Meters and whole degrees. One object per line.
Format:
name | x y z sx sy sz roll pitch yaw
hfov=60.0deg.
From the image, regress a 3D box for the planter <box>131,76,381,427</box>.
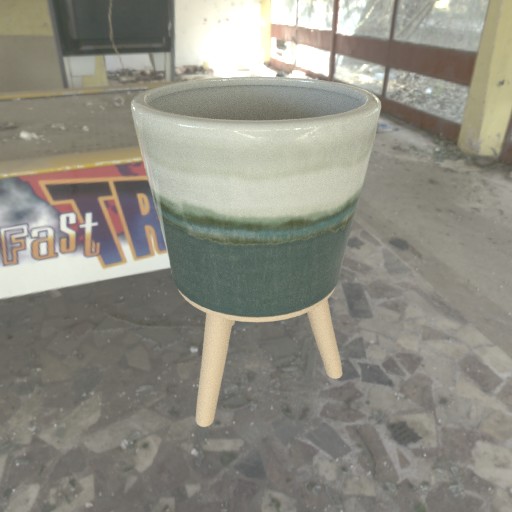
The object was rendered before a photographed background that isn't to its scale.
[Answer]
planter | 0.000 0.000 0.475 0.217 0.331 0.217 9 32 16
